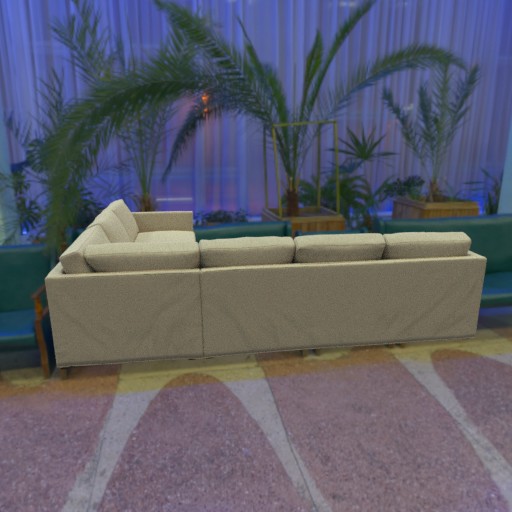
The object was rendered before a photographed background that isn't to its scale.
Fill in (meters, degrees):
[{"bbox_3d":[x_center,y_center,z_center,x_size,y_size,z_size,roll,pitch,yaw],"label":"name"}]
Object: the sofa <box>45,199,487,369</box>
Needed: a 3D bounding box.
[{"bbox_3d":[0.000,0.000,4.325,3.182,0.871,2.432,-2,16,-8],"label":"sofa"}]
